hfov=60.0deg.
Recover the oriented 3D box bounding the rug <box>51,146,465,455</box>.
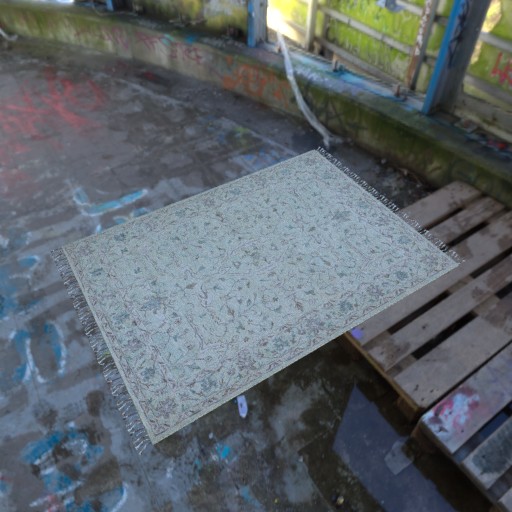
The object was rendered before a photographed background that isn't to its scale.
[{"bbox_3d":[0.000,0.000,2.315,1.802,0.008,1.247,-25,52,-21],"label":"rug"}]
